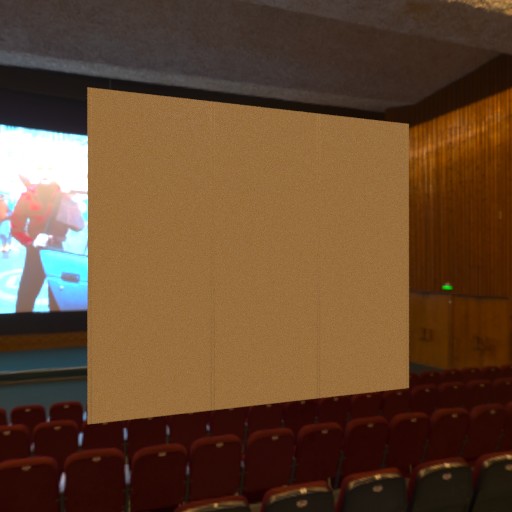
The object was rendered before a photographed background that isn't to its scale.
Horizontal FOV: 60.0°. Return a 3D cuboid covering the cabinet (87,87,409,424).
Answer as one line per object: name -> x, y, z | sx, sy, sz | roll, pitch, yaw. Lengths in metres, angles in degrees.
cabinet -> 0.000, 0.000, 3.828 | 2.700, 2.370, 0.590 | 0, 0, -19
